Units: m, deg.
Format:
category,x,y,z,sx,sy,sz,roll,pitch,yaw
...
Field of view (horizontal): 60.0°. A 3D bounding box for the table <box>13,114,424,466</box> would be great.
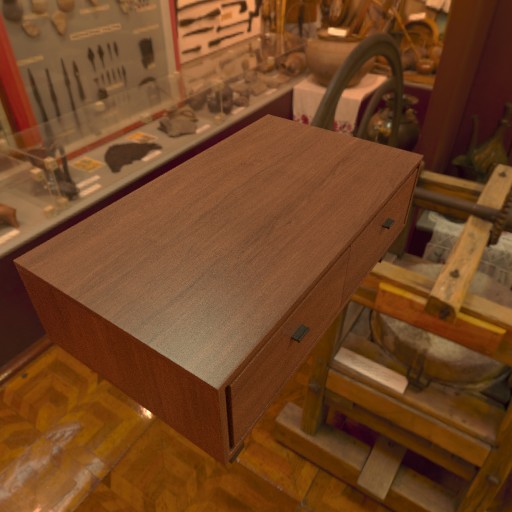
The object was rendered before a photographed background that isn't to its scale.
category,x,y,z,sx,sy,sz,roll,pitch,yaw
table,0.000,0.000,1.293,0.600,0.380,1.020,24,45,26
